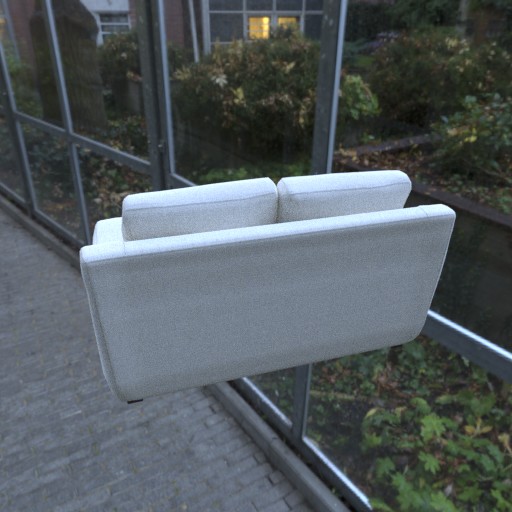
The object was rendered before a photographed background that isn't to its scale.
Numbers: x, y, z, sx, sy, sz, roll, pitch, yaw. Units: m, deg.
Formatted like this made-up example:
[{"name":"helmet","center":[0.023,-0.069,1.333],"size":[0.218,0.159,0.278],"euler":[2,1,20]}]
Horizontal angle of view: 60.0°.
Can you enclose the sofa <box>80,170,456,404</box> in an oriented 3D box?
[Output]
[{"name":"sofa","center":[0.000,0.000,2.475],"size":[1.744,1.047,1.040],"euler":[-8,28,-15]}]
